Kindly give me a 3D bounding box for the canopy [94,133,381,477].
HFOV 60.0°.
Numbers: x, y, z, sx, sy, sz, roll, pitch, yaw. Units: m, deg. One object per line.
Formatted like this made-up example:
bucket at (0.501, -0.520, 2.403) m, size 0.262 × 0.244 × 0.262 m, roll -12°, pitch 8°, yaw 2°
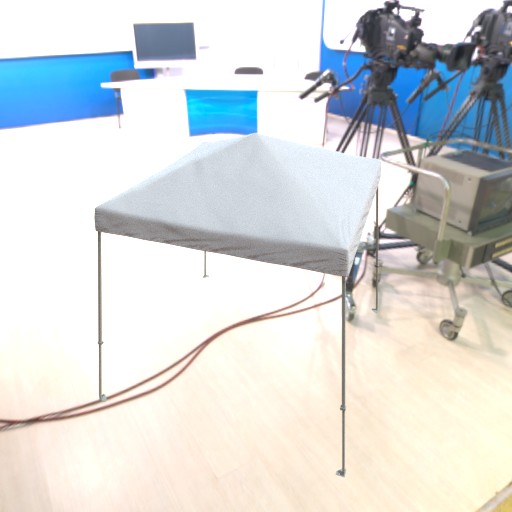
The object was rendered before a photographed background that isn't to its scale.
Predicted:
canopy at (0.000, 0.000, 5.157) m, size 2.849 × 2.850 × 2.850 m, roll 10°, pitch 32°, yaw 17°
